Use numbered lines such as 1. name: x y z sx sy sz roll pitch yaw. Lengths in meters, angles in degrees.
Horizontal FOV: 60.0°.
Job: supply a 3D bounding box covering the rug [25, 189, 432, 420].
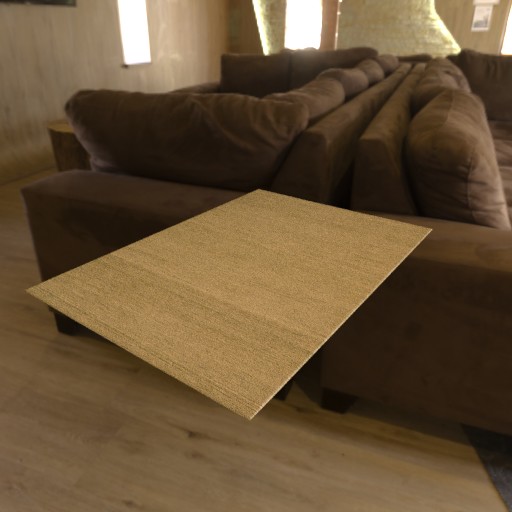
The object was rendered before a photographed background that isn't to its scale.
1. rug: 0.000 0.000 5.052 2.782 0.025 3.935 18 32 32
